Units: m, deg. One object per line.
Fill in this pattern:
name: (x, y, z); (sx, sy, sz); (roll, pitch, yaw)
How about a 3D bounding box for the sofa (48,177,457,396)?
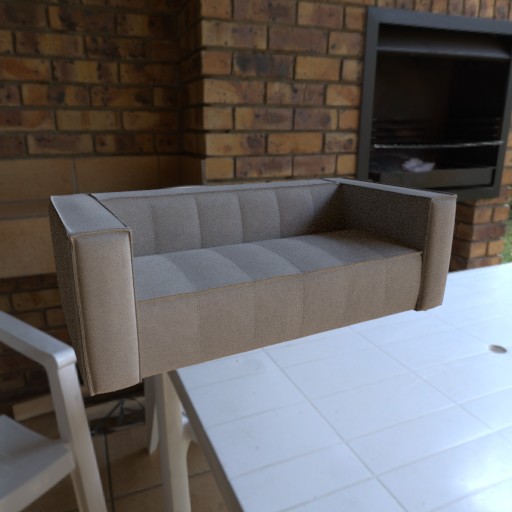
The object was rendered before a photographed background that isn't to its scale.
sofa: (0.000, 0.000, 2.442); (1.995, 0.680, 1.038); (-8, 18, -27)
